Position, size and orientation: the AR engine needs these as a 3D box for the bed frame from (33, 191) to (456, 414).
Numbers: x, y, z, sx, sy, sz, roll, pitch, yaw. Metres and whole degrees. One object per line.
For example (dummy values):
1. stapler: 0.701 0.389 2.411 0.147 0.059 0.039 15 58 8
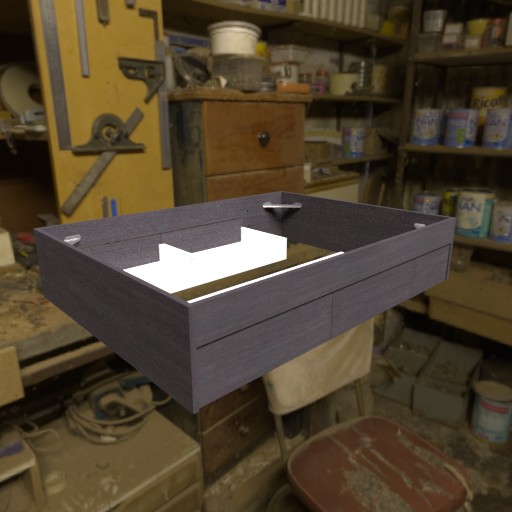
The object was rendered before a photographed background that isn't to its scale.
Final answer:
1. bed frame: 0.000 0.000 2.587 1.944 0.459 1.448 -15 23 -41
